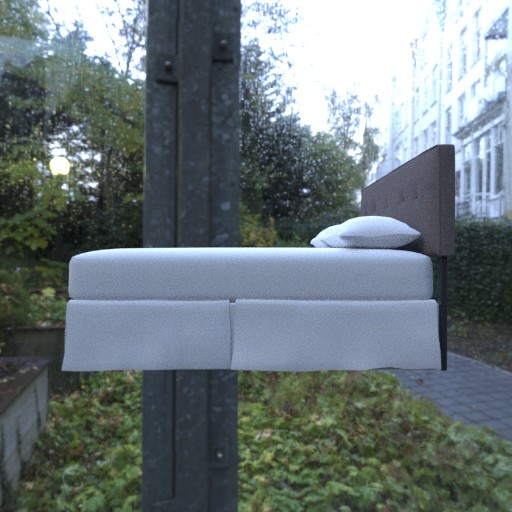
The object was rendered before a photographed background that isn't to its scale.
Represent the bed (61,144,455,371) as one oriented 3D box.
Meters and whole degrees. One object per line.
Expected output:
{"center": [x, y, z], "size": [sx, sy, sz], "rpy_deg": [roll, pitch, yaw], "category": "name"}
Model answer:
{"center": [0.000, 0.000, 2.879], "size": [1.894, 1.089, 1.610], "rpy_deg": [0, 0, 0], "category": "bed"}
